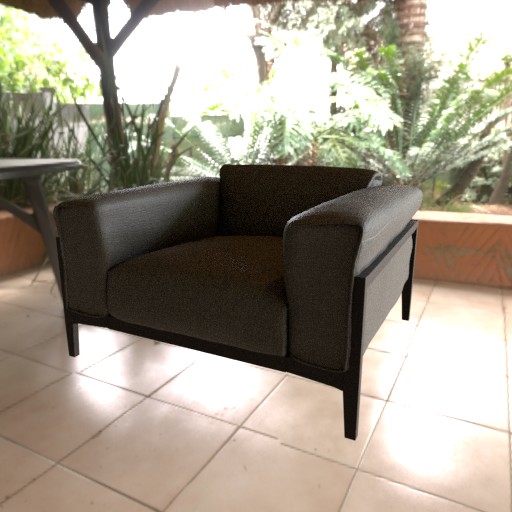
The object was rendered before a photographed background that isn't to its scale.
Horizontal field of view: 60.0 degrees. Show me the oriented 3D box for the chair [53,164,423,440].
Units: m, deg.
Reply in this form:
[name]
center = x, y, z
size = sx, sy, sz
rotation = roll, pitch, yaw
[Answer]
[chair]
center = 0.000, 0.000, 1.671
size = 1.056, 0.646, 0.969
rotation = 7, 16, 26
